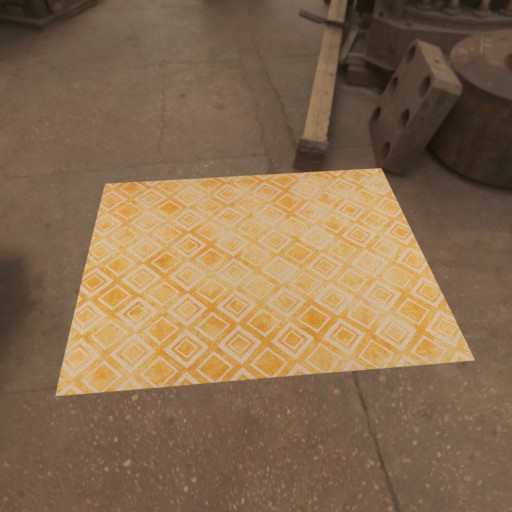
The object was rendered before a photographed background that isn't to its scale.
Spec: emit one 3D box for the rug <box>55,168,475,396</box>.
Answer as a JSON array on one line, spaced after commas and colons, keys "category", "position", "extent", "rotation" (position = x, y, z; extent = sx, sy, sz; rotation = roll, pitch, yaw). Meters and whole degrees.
[{"category": "rug", "position": [0.000, 0.000, 4.017], "extent": [3.037, 0.011, 2.433], "rotation": [-4, 46, -4]}]
